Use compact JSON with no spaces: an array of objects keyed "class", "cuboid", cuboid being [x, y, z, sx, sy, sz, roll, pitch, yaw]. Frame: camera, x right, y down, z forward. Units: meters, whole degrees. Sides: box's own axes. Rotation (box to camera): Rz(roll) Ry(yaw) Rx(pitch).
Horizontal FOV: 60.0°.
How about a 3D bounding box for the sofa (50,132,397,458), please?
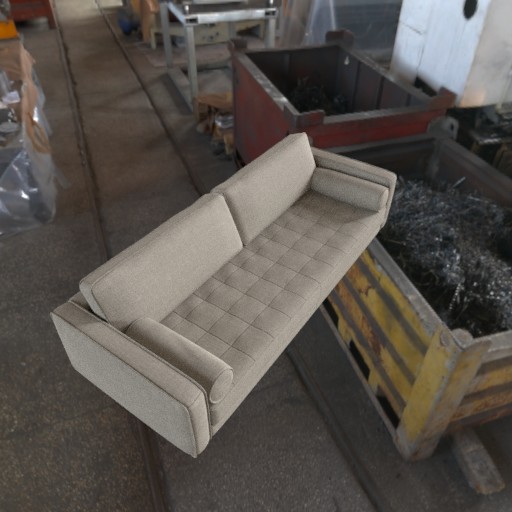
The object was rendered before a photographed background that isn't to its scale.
[{"class":"sofa","cuboid":[0.000,0.000,2.715,0.914,0.762,2.211,25,47,26]}]
